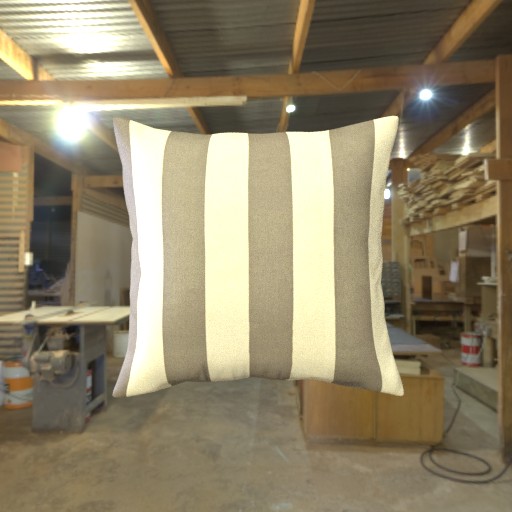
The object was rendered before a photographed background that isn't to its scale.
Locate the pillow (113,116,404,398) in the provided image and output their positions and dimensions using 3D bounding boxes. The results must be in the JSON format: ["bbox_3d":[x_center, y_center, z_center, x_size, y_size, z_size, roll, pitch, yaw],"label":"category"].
[{"bbox_3d":[0.000,0.000,0.796,0.522,0.507,0.192,0,-1,1],"label":"pillow"}]
